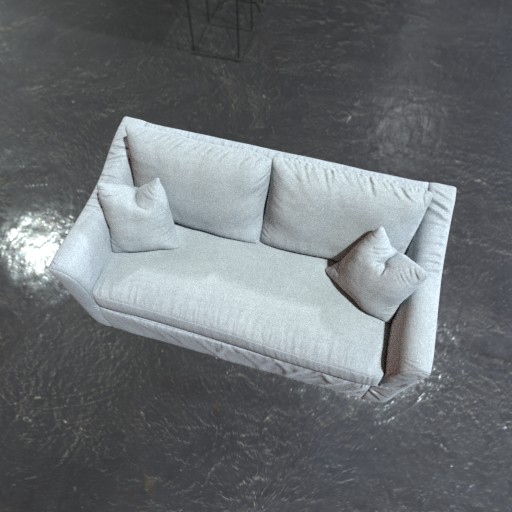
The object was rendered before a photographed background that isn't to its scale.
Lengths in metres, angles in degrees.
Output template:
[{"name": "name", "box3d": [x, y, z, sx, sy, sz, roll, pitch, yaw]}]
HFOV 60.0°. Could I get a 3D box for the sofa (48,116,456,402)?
[{"name": "sofa", "box3d": [0.000, 0.000, 2.611, 2.010, 1.018, 1.072, 14, 60, 8]}]
